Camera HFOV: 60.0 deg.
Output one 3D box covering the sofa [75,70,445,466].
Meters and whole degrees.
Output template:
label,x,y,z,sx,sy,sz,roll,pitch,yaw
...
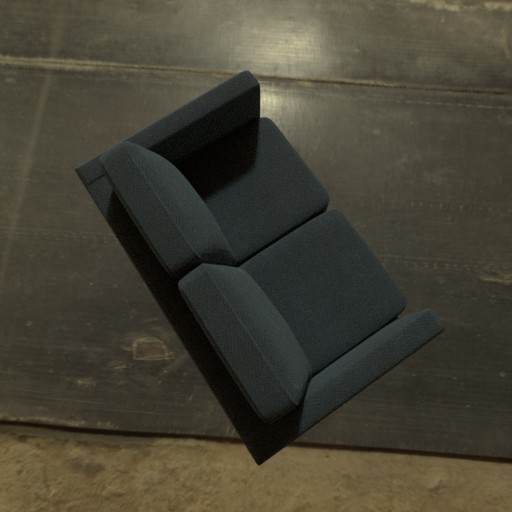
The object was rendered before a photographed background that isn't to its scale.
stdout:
label,x,y,z,sx,sy,sz,roll,pitch,yaw
sofa,0.000,0.000,2.177,0.999,0.930,1.518,-33,78,-8
